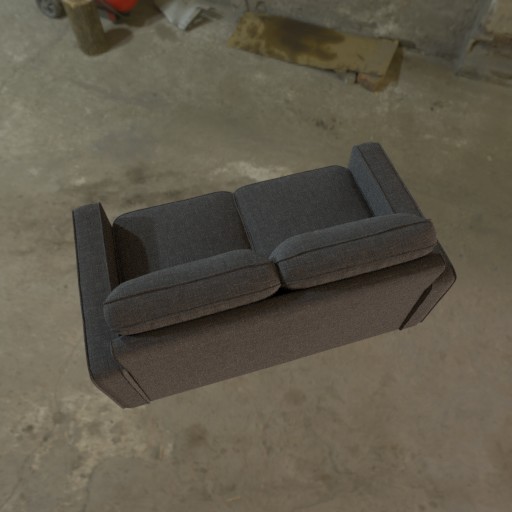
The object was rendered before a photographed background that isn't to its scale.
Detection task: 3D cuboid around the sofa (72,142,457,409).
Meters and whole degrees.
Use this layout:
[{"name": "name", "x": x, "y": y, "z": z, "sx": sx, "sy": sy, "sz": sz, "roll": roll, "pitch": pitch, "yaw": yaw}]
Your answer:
[{"name": "sofa", "x": 0.000, "y": 0.000, "z": 2.273, "sx": 1.709, "sy": 0.918, "sz": 0.947, "roll": -14, "pitch": 60, "yaw": -8}]
